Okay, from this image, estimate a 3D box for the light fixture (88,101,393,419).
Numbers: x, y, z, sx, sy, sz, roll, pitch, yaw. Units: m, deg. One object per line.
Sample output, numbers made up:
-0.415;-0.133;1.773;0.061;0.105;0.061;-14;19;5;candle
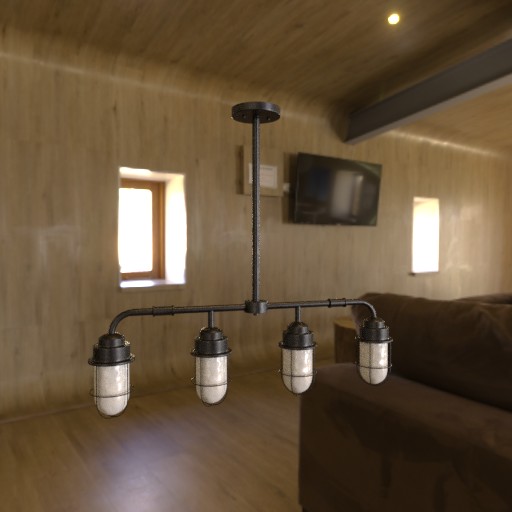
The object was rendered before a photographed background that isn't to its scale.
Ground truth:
0.000;0.000;1.196;0.852;0.785;0.131;0;1;-19;light fixture
